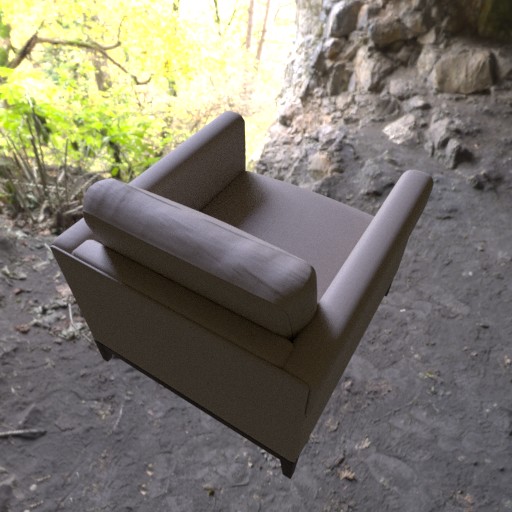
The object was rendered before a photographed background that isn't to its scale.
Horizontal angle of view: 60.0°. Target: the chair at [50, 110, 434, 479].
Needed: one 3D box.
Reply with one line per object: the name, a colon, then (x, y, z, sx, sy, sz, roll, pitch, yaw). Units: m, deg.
chair: (0.000, 0.000, 1.617, 0.914, 0.838, 0.959, 24, 51, 21)
